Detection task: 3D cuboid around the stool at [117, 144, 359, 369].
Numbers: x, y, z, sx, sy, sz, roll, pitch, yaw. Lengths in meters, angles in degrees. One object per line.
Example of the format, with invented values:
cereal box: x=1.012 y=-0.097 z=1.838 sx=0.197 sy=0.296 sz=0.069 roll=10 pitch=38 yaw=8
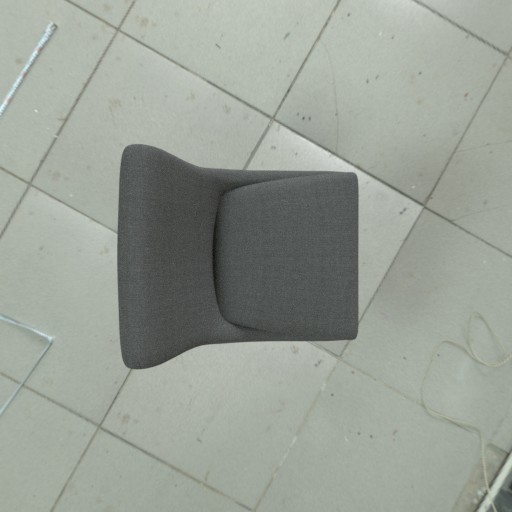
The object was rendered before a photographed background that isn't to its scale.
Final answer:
stool: x=0.000 y=0.000 z=1.266 sx=0.524 sy=0.977 sz=0.447 roll=0 pitch=90 yaw=-2
